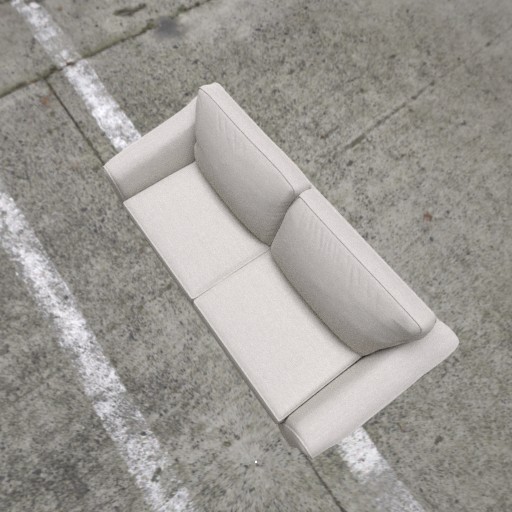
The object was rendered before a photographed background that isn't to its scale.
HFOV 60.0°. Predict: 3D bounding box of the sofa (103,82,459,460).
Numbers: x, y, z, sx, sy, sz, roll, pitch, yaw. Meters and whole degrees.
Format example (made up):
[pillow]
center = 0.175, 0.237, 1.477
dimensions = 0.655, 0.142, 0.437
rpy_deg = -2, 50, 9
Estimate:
[sofa]
center = 0.000, 0.000, 2.779
dimensions = 0.980, 0.965, 2.270
rpy_deg = -34, 69, -14
